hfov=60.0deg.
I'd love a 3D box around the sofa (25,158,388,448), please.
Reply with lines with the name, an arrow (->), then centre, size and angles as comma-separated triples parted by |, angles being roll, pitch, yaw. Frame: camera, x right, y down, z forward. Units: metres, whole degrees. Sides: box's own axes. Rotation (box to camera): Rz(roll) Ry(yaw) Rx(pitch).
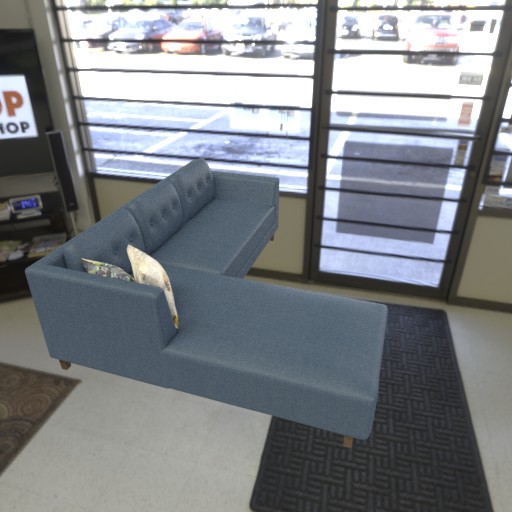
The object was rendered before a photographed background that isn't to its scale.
sofa -> 0.000, 0.000, 3.058 | 1.829, 0.787, 2.120 | 9, 30, 16
